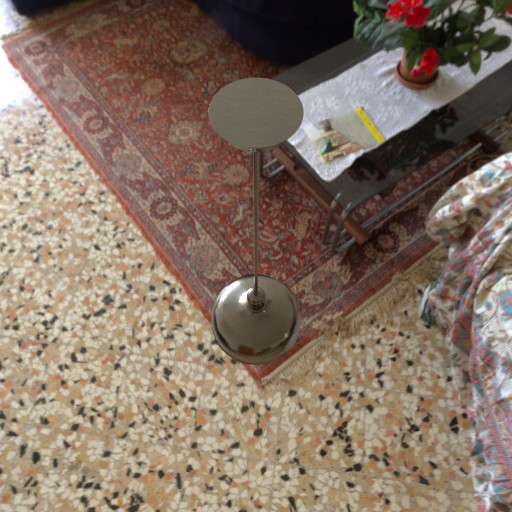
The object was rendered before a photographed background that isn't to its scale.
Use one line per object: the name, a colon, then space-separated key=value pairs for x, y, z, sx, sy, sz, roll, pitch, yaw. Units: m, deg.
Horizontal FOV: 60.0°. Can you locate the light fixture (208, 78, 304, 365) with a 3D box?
light fixture: x=0.000 y=0.000 z=1.076 sx=0.299 sy=0.935 sz=0.299 roll=15 pitch=64 yaw=8
